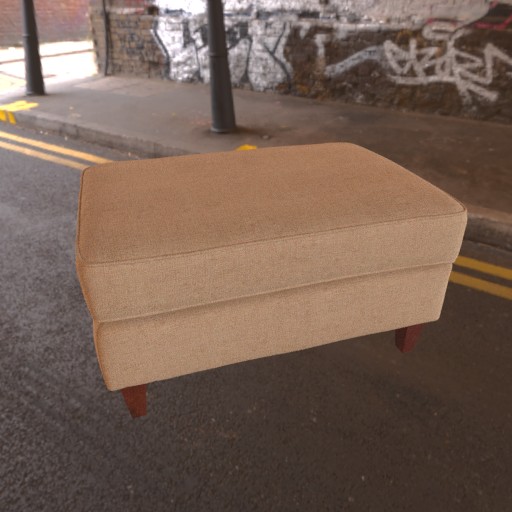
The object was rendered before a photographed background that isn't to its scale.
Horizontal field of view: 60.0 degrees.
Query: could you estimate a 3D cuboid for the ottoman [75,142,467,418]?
[{"bbox_3d":[0.000,0.000,1.217,0.862,0.484,0.583,-9,32,-15],"label":"ottoman"}]
